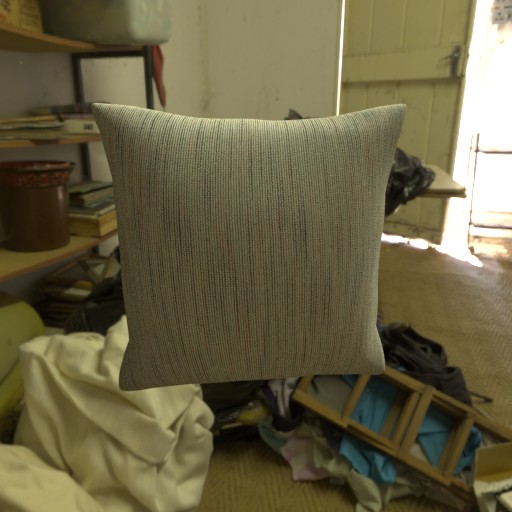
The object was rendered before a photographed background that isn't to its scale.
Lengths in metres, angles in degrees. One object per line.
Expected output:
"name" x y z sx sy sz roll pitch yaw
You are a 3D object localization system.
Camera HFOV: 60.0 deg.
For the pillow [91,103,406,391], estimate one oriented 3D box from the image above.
"pillow" 0.000 0.000 0.777 0.512 0.506 0.178 -2 18 -6
